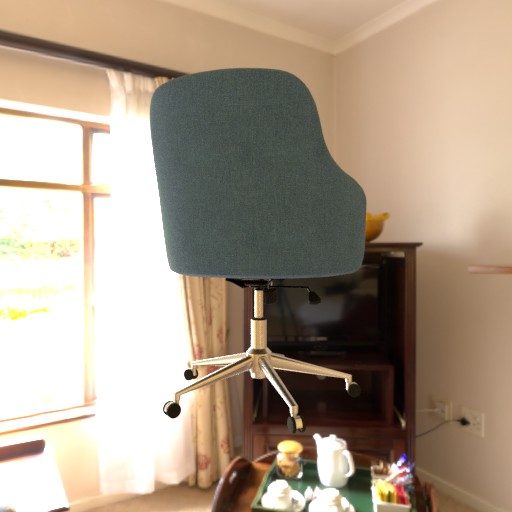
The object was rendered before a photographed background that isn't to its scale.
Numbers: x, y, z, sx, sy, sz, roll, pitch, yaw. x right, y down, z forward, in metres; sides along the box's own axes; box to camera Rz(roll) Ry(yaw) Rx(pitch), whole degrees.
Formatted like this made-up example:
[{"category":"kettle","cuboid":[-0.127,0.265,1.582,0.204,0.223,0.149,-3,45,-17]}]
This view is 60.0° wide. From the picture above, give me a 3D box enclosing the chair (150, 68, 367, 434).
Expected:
[{"category":"chair","cuboid":[0.000,0.000,1.272,0.599,0.820,0.655,0,0,18]}]
